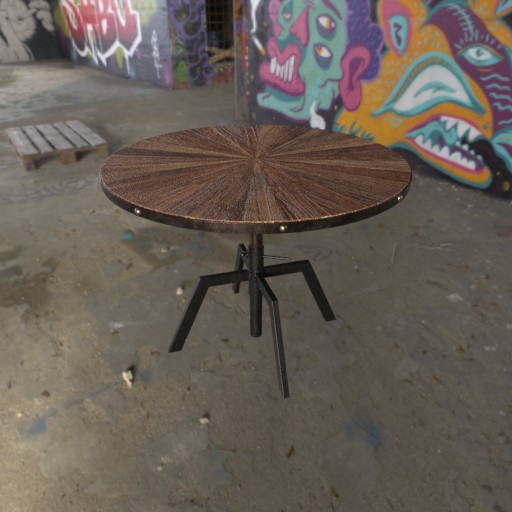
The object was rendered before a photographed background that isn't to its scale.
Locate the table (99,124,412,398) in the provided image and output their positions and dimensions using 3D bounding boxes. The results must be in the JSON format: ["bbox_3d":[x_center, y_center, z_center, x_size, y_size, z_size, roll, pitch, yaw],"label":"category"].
[{"bbox_3d":[0.000,0.000,1.470,0.885,0.658,0.885,0,29,0],"label":"table"}]
